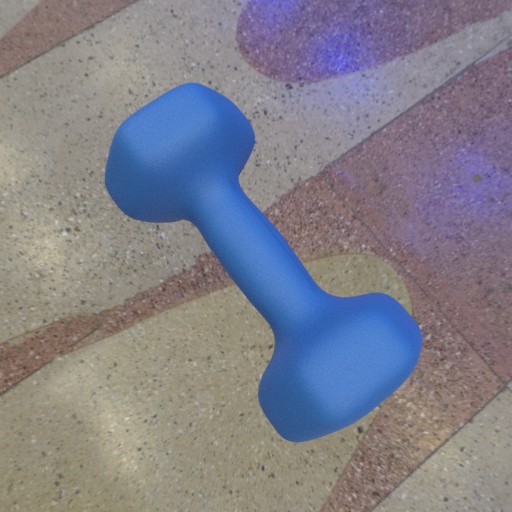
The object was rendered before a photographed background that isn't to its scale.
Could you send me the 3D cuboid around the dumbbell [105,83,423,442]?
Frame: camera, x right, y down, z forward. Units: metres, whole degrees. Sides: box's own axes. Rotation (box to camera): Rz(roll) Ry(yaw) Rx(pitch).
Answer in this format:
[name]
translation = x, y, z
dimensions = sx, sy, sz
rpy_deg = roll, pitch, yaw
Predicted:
[dumbbell]
translation = 0.000, 0.000, 0.269
dimensions = 0.103, 0.093, 0.212
rpy_deg = -35, 78, -9
